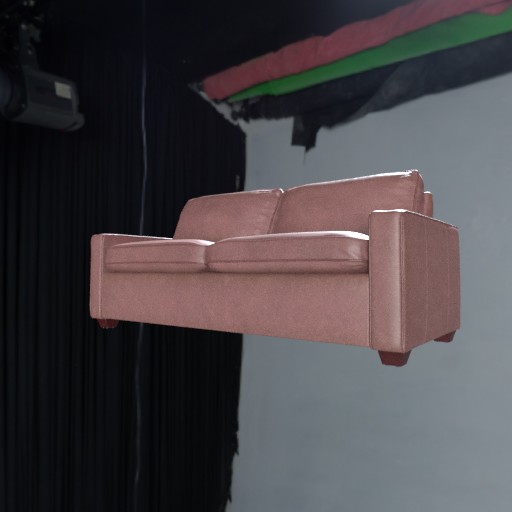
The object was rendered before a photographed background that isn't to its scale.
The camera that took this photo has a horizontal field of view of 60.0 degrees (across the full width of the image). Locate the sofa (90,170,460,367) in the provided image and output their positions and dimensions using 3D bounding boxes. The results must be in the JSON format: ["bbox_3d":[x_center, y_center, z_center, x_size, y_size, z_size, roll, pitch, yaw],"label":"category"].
[{"bbox_3d":[0.000,0.000,2.620,2.080,0.919,0.940,-1,-2,37],"label":"sofa"}]
